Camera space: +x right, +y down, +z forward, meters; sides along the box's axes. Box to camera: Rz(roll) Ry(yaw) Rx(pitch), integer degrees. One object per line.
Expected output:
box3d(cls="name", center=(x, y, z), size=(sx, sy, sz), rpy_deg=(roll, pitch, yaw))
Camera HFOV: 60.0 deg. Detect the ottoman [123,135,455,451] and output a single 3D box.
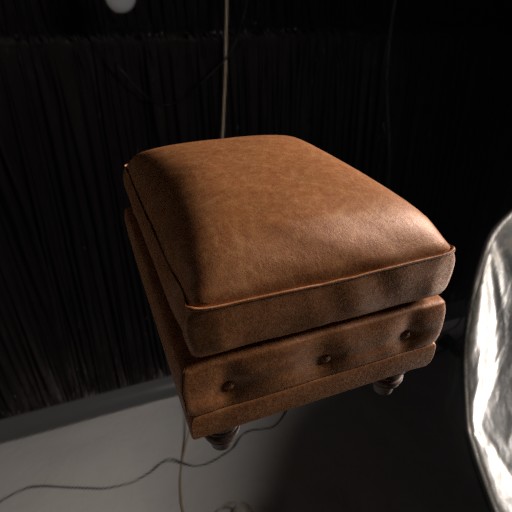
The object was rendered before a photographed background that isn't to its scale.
box3d(cls="ottoman", center=(0.000, 0.000, 1.065), size=(0.533, 0.480, 0.710), rpy_deg=(-11, 32, -19))
